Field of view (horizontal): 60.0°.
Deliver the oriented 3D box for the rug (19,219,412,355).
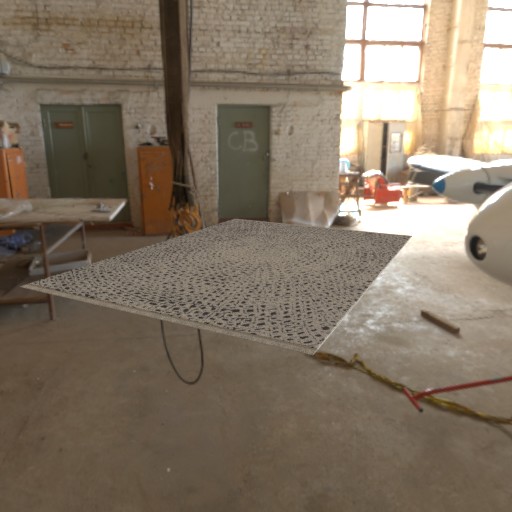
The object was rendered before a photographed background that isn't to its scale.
[{"bbox_3d":[0.000,0.000,2.129,1.190,0.003,1.634,8,17,27],"label":"rug"}]
